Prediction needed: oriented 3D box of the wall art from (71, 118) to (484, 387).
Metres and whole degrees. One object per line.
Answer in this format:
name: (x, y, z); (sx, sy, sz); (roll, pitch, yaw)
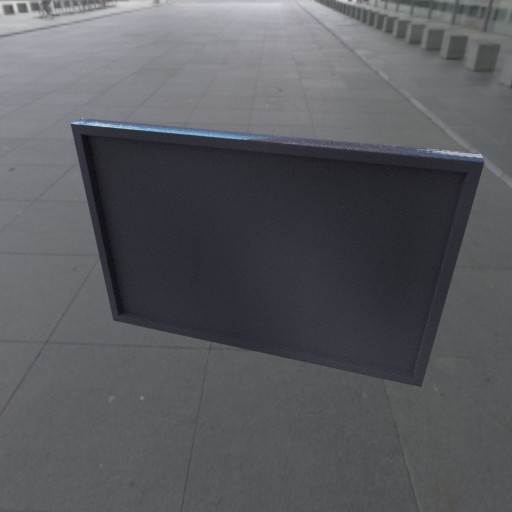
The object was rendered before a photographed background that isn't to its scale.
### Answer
wall art: (0.000, 0.000, 0.750); (0.609, 0.406, 0.033); (9, 33, 14)
